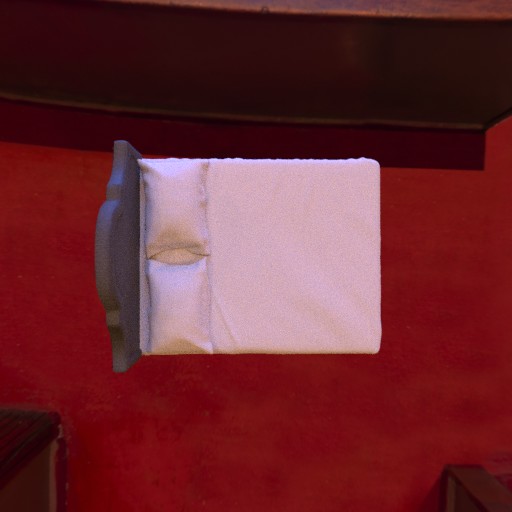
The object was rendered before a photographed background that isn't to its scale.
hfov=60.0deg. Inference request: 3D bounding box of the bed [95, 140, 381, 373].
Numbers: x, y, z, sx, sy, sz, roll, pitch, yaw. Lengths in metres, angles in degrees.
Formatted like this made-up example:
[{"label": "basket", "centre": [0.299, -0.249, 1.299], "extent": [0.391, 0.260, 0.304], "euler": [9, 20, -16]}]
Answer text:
[{"label": "bed", "centre": [0.000, 0.000, 3.457], "extent": [2.222, 1.634, 1.780], "euler": [0, 90, -1]}]
